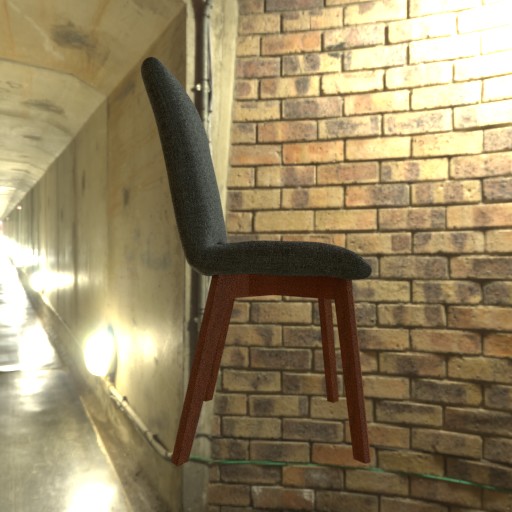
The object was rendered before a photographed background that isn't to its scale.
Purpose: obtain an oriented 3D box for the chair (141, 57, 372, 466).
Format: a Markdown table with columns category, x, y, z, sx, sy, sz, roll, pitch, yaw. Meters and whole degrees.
| category | x | y | z | sx | sy | sz | roll | pitch | yaw |
| --- | --- | --- | --- | --- | --- | --- | --- | --- | --- |
| chair | 0.000 | 0.000 | 1.280 | 0.563 | 0.974 | 0.522 | 0 | -1 | 1 |
